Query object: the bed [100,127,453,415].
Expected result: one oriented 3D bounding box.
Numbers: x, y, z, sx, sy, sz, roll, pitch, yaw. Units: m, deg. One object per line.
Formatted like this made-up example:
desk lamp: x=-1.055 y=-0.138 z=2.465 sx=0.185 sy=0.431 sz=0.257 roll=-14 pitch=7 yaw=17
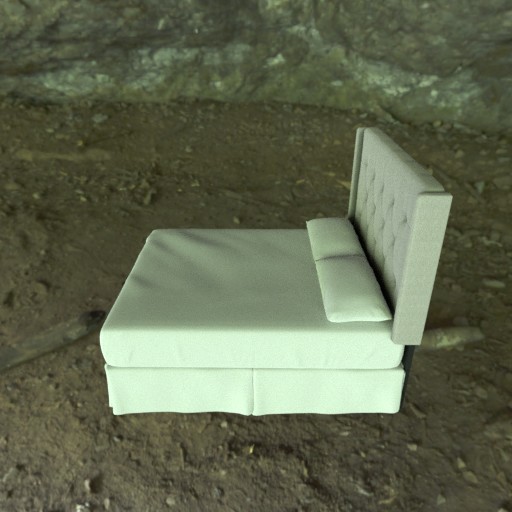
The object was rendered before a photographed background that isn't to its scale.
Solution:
bed: x=0.000 y=0.000 z=3.434 sx=2.066 sy=1.665 sz=1.719 roll=0 pitch=28 yaw=1
